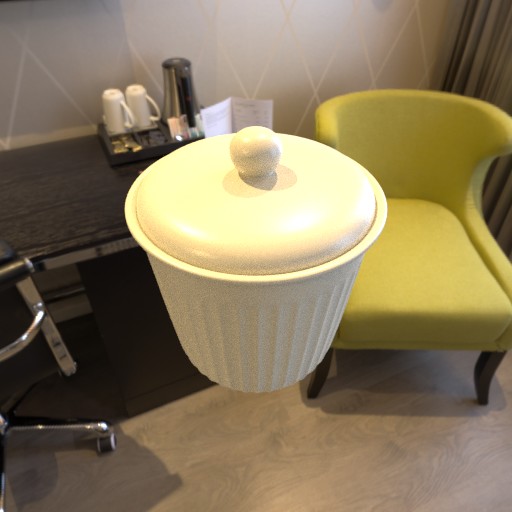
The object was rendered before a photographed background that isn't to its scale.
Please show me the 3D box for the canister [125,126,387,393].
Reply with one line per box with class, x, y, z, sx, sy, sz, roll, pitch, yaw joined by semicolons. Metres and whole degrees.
canister;0.000;0.000;0.351;0.181;0.211;0.181;0;41;0
